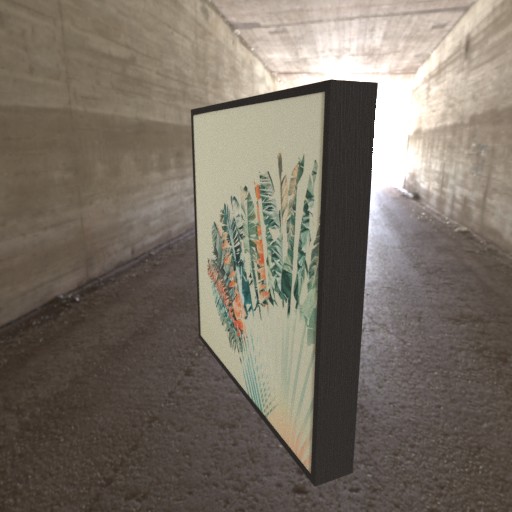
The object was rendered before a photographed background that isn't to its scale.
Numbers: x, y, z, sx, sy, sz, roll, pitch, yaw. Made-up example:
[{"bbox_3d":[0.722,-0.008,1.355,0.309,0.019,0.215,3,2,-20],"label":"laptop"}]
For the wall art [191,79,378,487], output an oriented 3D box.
[{"bbox_3d":[0.000,0.000,0.451,0.036,0.300,0.302,-7,16,-24],"label":"wall art"}]
